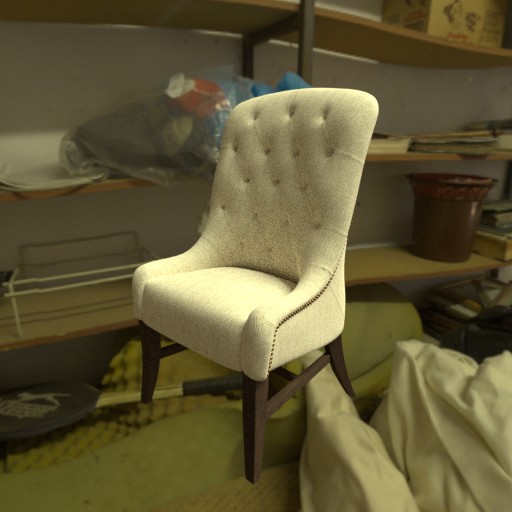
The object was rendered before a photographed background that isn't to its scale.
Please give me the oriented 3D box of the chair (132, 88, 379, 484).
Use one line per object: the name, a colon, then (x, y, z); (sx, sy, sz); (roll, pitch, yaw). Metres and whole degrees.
chair: (0.000, 0.000, 1.495); (0.634, 1.091, 0.629); (15, 22, 41)
